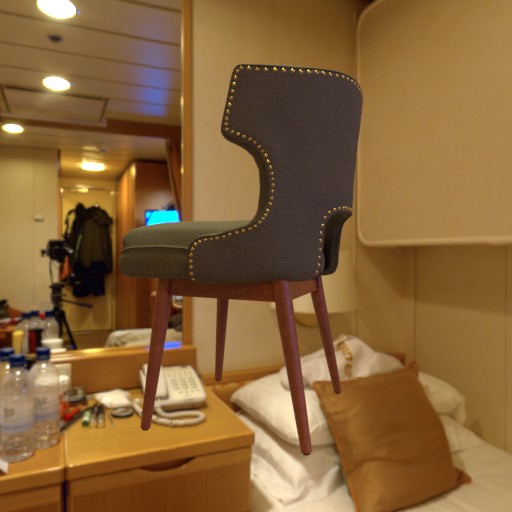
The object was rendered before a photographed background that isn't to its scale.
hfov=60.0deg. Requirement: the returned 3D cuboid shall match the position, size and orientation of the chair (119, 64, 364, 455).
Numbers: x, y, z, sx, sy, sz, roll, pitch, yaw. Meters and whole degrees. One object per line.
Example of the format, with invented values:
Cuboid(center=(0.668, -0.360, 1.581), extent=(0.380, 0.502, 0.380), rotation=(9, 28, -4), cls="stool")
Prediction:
Cuboid(center=(0.000, 0.000, 1.235), extent=(0.581, 0.863, 0.595), rotation=(0, 0, 19), cls="chair")
